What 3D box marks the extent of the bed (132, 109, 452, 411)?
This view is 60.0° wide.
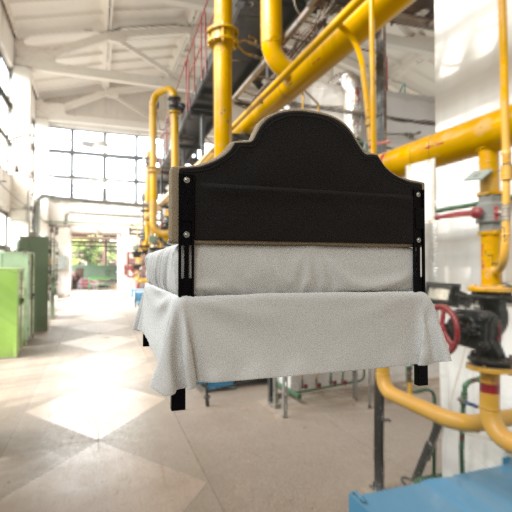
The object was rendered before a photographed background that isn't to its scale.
[{"bbox_3d":[0.000,0.000,3.435,1.780,1.634,2.222,0,-2,-18],"label":"bed"}]
